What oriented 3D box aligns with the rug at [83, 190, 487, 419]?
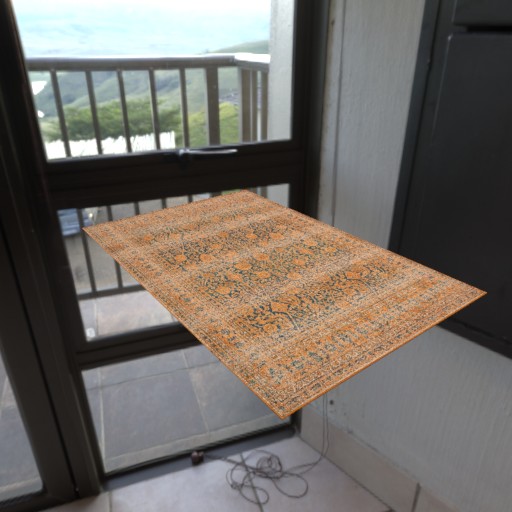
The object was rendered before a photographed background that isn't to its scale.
[{"bbox_3d":[0.000,0.000,2.936,1.525,0.007,2.336,-19,32,-33],"label":"rug"}]
